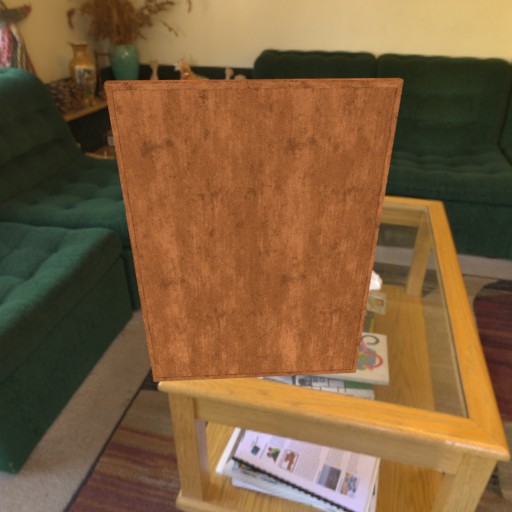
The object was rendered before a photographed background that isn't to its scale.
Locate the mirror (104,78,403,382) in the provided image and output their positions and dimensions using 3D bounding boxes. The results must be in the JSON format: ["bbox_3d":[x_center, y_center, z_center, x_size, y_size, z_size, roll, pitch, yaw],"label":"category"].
[{"bbox_3d":[0.000,0.000,1.469,0.796,1.099,0.028,-2,31,-3],"label":"mirror"}]
